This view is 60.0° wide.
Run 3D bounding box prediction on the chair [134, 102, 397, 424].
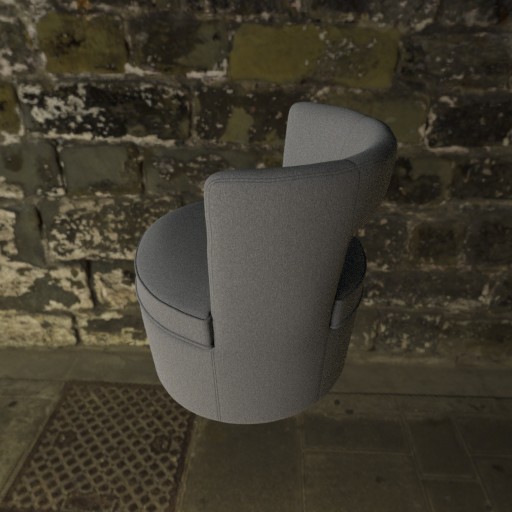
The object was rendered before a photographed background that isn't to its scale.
[{"bbox_3d":[0.000,0.000,1.238,0.660,0.719,0.689,9,31,15],"label":"chair"}]
